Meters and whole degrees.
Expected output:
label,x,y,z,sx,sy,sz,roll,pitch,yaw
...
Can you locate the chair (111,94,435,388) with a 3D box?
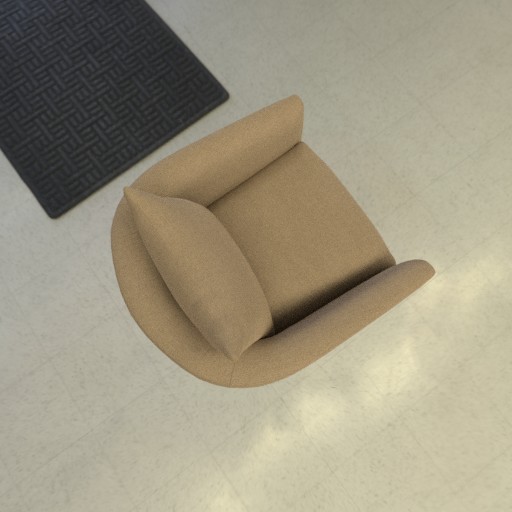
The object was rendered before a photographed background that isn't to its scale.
label,x,y,z,sx,sy,sz,roll,pitch,yaw
chair,0.000,0.000,1.634,0.910,0.848,0.845,-32,77,-8
